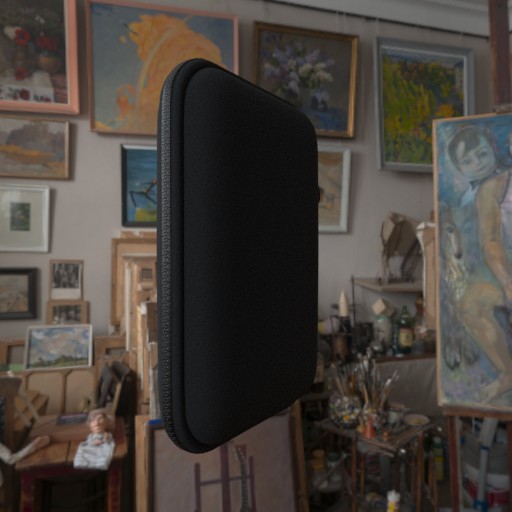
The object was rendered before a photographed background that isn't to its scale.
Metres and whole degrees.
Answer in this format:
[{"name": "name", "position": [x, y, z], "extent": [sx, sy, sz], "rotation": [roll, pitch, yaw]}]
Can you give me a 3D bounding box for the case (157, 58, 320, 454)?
[{"name": "case", "position": [0.000, 0.000, 0.195], "extent": [0.030, 0.147, 0.107], "rotation": [1, 1, 35]}]
